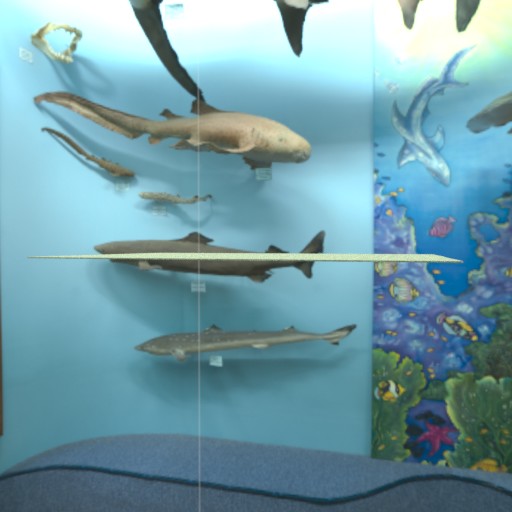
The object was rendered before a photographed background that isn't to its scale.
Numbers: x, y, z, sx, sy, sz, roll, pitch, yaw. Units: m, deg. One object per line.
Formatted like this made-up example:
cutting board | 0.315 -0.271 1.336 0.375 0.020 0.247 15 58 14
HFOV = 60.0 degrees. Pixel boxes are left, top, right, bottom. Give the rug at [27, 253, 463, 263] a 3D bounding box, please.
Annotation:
rug | 0.000 0.000 2.218 1.747 0.006 1.143 0 1 18
